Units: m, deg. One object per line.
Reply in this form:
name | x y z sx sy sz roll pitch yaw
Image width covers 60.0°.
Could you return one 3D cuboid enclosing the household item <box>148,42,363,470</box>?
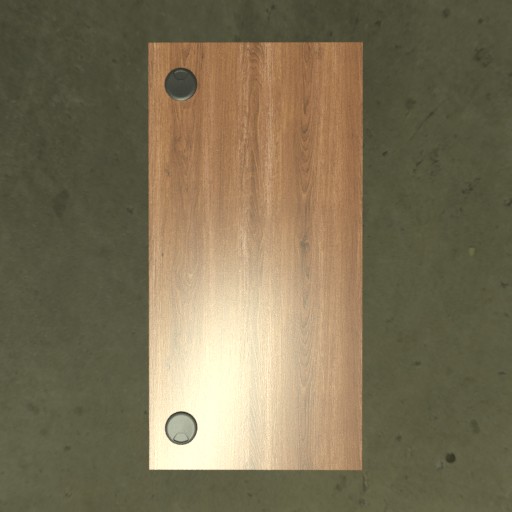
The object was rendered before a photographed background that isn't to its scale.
household item | 0.000 0.000 1.613 0.600 0.750 1.200 0 90 0
